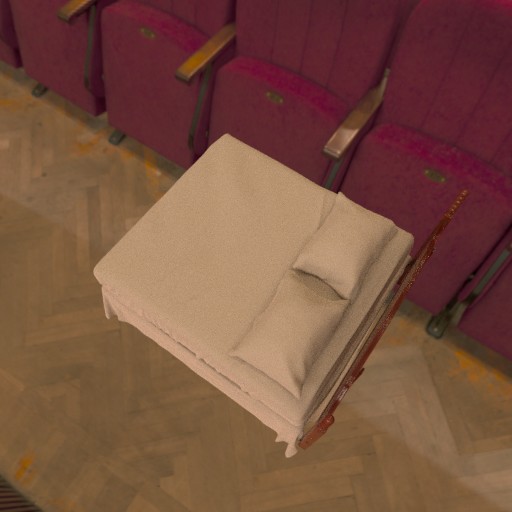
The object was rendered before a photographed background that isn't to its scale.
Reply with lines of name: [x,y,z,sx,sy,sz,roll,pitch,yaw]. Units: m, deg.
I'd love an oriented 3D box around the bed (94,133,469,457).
bed: [0.000,0.000,3.235,2.040,1.356,1.873,32,67,16]
